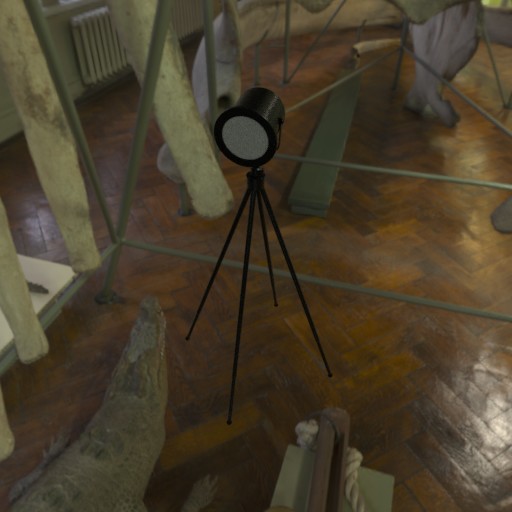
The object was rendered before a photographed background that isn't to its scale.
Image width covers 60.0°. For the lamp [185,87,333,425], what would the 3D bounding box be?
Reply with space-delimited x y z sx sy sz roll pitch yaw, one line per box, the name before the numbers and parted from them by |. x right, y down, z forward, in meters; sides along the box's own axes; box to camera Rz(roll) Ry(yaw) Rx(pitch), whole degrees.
lamp | 0.000 0.000 2.060 0.879 1.504 0.884 11 41 14
